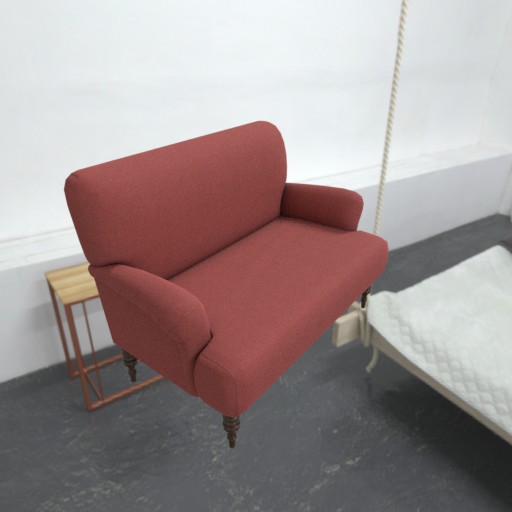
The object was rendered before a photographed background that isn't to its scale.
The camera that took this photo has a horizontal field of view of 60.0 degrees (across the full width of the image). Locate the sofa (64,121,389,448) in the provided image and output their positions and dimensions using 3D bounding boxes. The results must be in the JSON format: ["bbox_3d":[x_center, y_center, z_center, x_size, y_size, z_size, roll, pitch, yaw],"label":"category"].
[{"bbox_3d":[0.000,0.000,1.914,0.779,0.889,1.297,20,34,32],"label":"sofa"}]
